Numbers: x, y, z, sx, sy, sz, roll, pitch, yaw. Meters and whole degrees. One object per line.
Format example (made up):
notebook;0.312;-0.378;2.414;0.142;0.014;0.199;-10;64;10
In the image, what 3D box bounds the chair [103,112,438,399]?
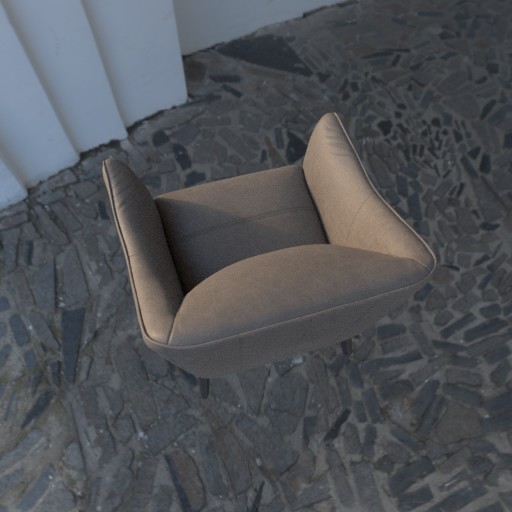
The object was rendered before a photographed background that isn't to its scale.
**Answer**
chair;0.000;0.000;1.534;0.871;0.830;0.852;-14;60;-8
